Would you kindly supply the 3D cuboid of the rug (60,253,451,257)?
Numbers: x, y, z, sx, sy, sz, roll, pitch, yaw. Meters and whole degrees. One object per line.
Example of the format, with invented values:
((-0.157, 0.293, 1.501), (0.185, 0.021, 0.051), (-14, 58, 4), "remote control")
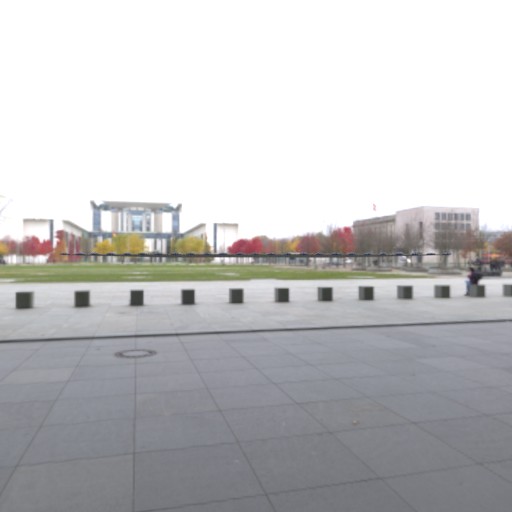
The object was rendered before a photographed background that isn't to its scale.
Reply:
((0.000, 0.000, 4.464), (2.471, 0.016, 3.416), (0, 0, 0), "rug")
